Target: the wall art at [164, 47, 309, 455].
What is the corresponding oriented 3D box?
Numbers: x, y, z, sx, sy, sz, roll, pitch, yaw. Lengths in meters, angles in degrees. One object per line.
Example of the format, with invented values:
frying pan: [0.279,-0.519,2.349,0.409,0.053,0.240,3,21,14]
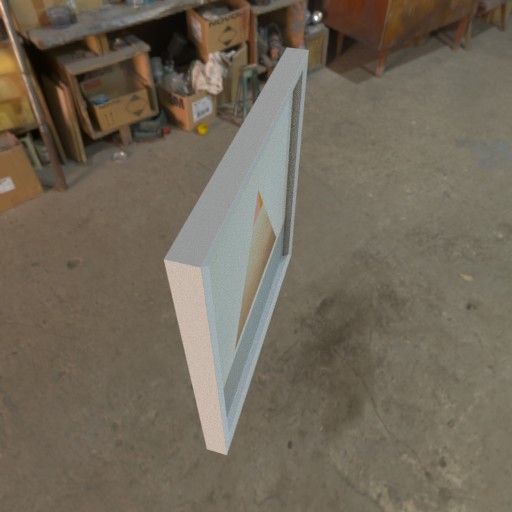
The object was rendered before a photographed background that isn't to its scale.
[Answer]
wall art: [0.000,0.000,1.964,0.098,1.291,1.289,12,48,11]
